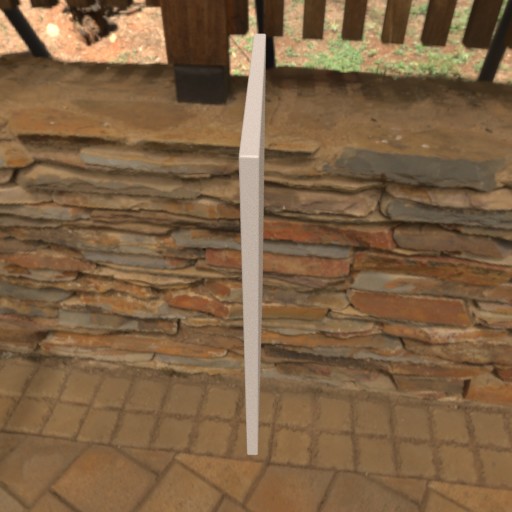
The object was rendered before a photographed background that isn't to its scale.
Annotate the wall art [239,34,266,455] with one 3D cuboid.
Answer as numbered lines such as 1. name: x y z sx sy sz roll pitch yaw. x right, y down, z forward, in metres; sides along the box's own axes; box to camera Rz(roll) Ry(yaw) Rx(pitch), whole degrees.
1. wall art: 0.000 0.000 1.032 0.026 0.813 0.556 1 41 1
